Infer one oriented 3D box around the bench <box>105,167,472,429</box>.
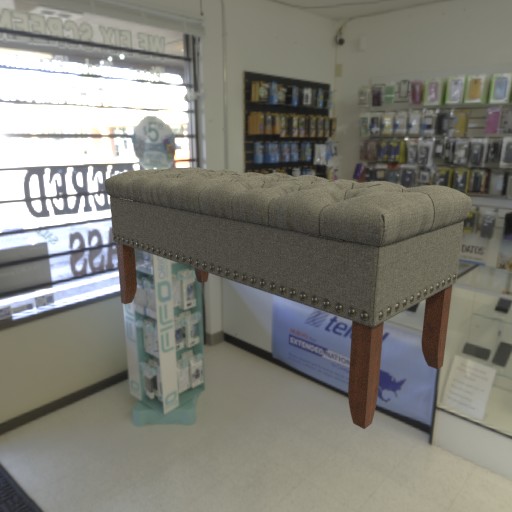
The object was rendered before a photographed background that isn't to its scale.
[{"bbox_3d":[0.000,0.000,1.320,0.417,0.470,1.052,-14,20,-43],"label":"bench"}]
